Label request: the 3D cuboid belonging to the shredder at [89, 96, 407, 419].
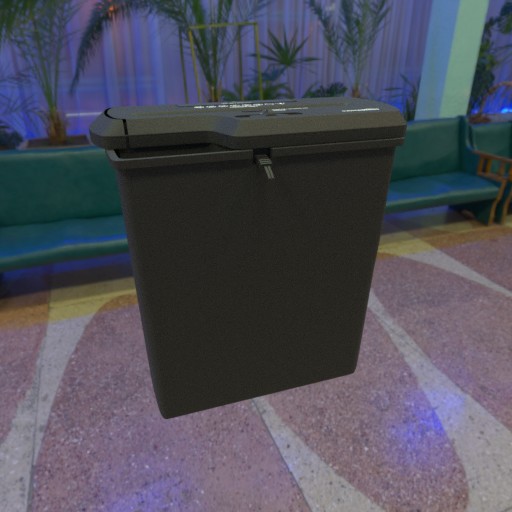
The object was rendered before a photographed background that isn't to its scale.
[{"bbox_3d":[0.000,0.000,0.514,0.320,0.335,0.170,-9,28,-16],"label":"shredder"}]
